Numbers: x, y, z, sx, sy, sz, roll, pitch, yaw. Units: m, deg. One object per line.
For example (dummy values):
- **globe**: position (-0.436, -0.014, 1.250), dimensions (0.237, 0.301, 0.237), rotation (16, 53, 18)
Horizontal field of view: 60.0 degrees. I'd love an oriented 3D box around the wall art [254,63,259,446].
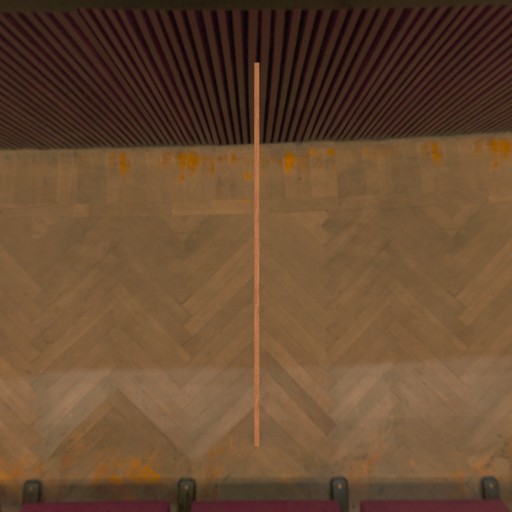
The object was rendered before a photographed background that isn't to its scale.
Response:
- **wall art**: position (0.000, 0.000, 1.936), dimensions (0.019, 1.527, 1.019), rotation (0, 90, 0)
